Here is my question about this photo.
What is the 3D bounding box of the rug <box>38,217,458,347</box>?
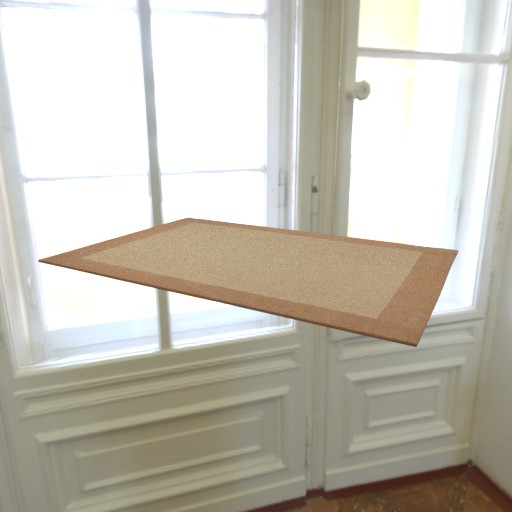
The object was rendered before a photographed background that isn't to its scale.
[{"bbox_3d":[0.000,0.000,2.313,1.829,0.014,1.219,9,19,28],"label":"rug"}]
